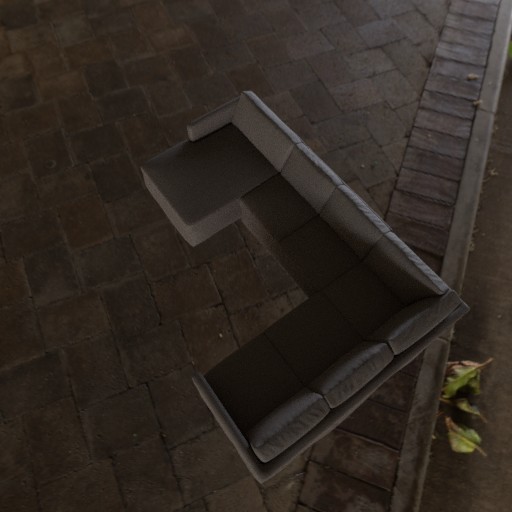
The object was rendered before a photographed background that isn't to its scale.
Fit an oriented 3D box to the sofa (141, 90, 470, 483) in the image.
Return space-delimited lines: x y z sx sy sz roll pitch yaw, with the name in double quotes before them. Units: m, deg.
"sofa" 0.000 0.000 4.619 2.476 0.878 3.528 -33 68 -16
